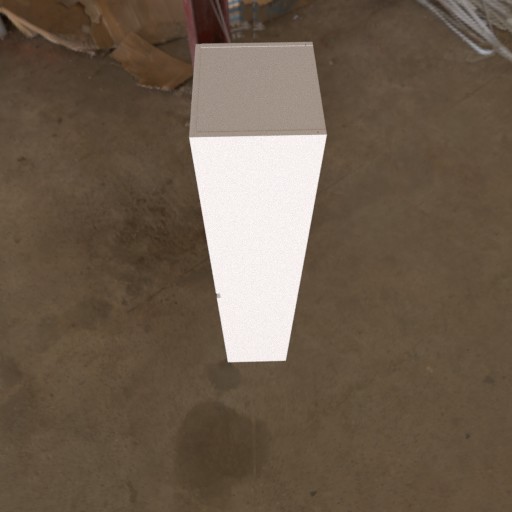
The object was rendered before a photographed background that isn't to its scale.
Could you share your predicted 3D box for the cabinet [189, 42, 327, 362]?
[{"bbox_3d":[0.000,0.000,1.542,0.269,1.400,0.300,-1,59,-1],"label":"cabinet"}]
